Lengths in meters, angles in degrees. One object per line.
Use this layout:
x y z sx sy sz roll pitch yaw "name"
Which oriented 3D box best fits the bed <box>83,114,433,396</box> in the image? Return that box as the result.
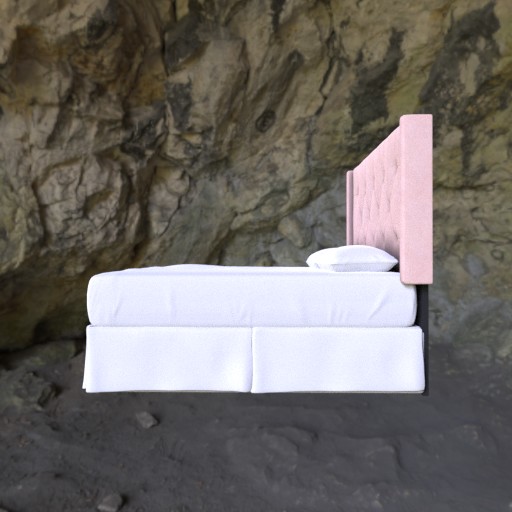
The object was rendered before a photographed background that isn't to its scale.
0.000 0.000 3.415 2.066 1.665 1.719 0 0 1 "bed"
